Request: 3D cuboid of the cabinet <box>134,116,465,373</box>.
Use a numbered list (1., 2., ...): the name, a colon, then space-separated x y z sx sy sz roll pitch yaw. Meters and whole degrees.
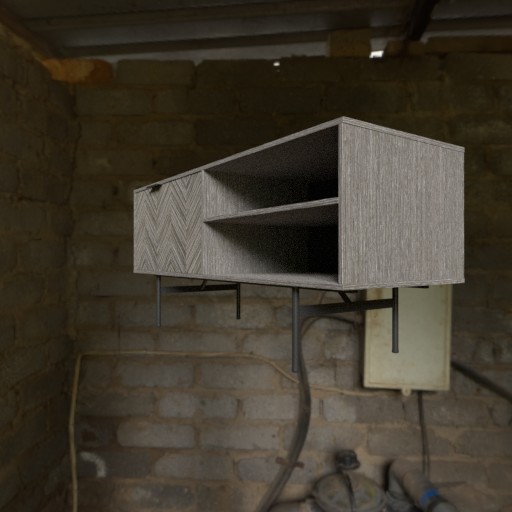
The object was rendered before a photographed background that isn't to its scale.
1. cabinet: 0.000 0.000 1.616 0.500 0.599 1.300 0 0 -35
